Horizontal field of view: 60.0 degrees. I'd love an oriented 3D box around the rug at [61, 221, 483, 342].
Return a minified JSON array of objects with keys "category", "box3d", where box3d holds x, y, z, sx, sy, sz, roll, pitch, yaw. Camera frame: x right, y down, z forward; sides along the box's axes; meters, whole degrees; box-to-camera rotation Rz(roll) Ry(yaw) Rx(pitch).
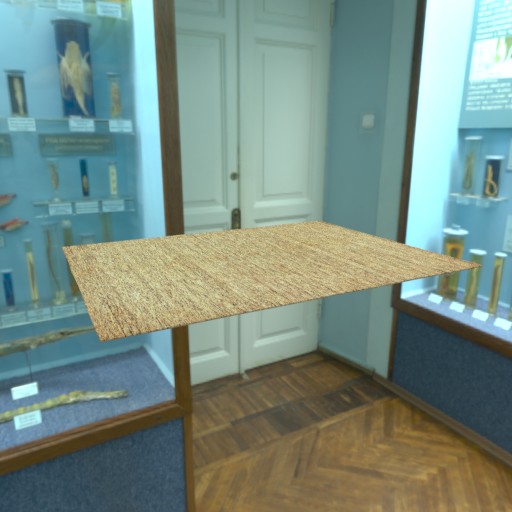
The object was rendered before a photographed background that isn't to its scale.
[{"category":"rug","box3d":[0.000,0.000,4.188,3.200,0.012,2.438,-8,17,-27]}]
